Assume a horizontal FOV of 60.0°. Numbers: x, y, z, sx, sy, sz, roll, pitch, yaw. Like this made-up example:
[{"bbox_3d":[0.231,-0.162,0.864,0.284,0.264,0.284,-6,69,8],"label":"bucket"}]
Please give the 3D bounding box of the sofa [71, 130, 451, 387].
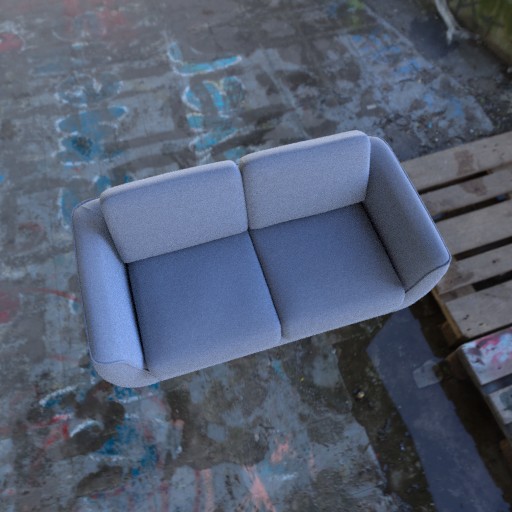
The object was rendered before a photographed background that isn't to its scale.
[{"bbox_3d":[0.000,0.000,2.285,1.700,0.850,0.920,-15,63,-8],"label":"sofa"}]
